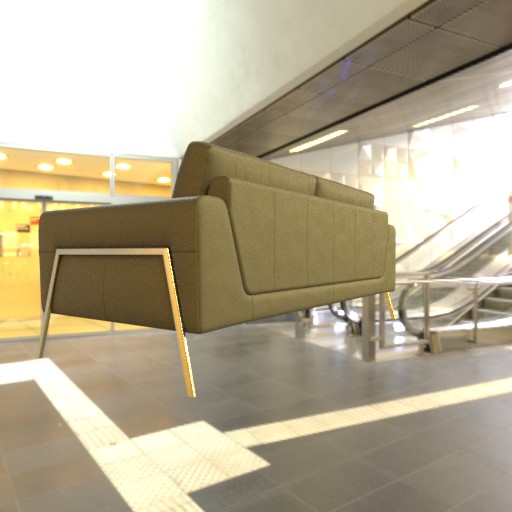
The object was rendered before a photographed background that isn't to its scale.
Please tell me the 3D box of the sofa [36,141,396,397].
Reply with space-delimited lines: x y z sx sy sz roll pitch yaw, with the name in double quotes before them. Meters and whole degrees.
"sofa" 0.000 0.000 2.481 0.953 0.875 2.017 0 0 35
